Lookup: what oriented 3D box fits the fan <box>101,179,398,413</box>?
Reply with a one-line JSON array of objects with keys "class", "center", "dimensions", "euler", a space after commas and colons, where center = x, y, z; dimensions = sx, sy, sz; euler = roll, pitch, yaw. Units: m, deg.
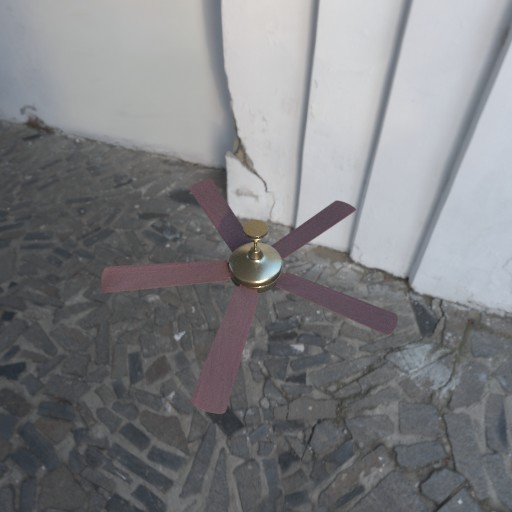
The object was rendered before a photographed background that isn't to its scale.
[{"class": "fan", "center": [0.000, 0.000, 2.007], "dimensions": [1.321, 0.356, 1.321], "euler": [31, 55, 25]}]
